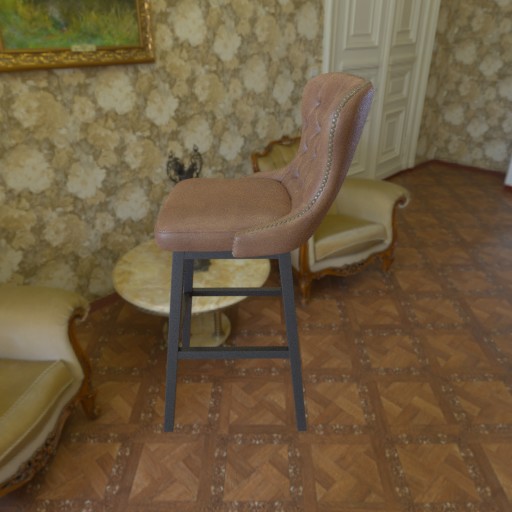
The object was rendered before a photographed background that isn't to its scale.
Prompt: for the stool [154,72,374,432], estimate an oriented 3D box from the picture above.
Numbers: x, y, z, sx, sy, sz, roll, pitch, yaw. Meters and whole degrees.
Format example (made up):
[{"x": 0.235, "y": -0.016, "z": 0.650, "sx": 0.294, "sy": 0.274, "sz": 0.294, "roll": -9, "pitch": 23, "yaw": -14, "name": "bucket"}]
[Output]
[{"x": 0.000, "y": 0.000, "z": 1.395, "sx": 0.601, "sy": 1.050, "sz": 0.528, "roll": 0, "pitch": 27, "yaw": 0, "name": "stool"}]
